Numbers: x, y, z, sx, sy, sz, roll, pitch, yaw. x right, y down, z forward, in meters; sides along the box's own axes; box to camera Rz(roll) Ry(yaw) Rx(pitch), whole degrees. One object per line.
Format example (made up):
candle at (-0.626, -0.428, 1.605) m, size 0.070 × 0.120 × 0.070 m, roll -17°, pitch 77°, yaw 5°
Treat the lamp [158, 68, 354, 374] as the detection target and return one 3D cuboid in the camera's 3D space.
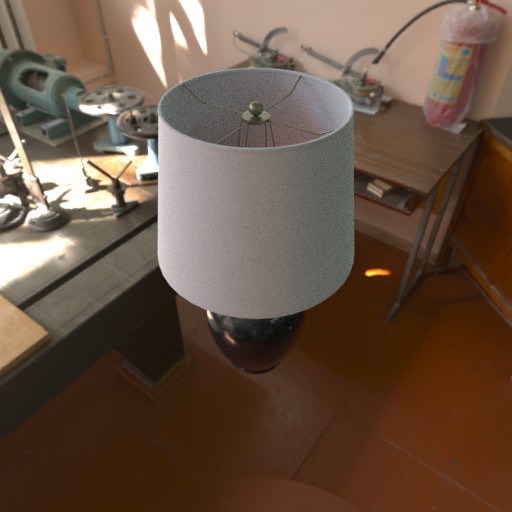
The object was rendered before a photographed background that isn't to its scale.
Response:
lamp at (0.000, 0.000, 0.561) m, size 0.239 × 0.399 × 0.239 m, roll 0°, pitch 42°, yaw 0°
